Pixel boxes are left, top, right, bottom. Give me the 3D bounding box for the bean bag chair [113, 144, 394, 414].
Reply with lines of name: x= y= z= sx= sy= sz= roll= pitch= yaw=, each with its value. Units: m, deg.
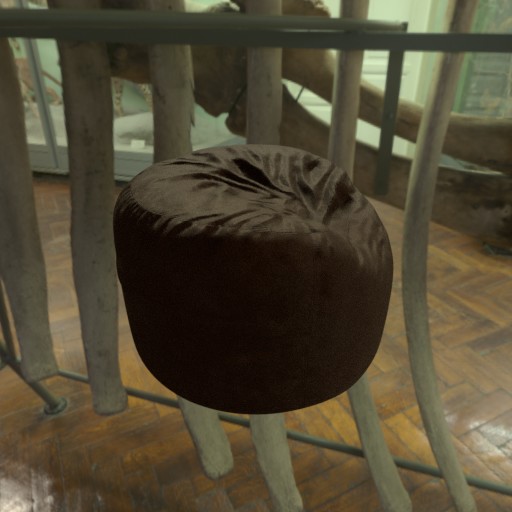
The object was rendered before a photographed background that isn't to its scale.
bean bag chair: x=0.000 y=0.000 z=1.521 sx=0.918 sy=0.616 sz=0.918 roll=0 pitch=29 yaw=0
